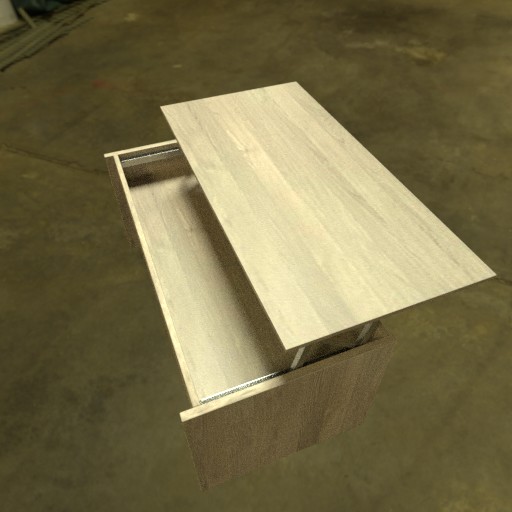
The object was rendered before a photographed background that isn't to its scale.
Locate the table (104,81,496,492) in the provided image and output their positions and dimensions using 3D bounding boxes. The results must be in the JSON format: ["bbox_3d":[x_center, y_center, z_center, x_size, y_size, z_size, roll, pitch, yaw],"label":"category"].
[{"bbox_3d":[0.000,0.000,1.384,0.712,0.570,1.000,-16,48,-15],"label":"table"}]
